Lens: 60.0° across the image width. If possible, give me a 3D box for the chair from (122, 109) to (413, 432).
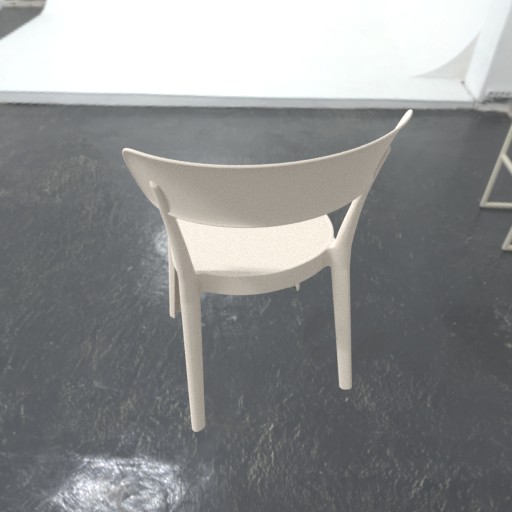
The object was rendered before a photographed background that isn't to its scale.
[{"bbox_3d":[0.000,0.000,1.078,0.506,0.790,0.491,-11,43,-12],"label":"chair"}]
